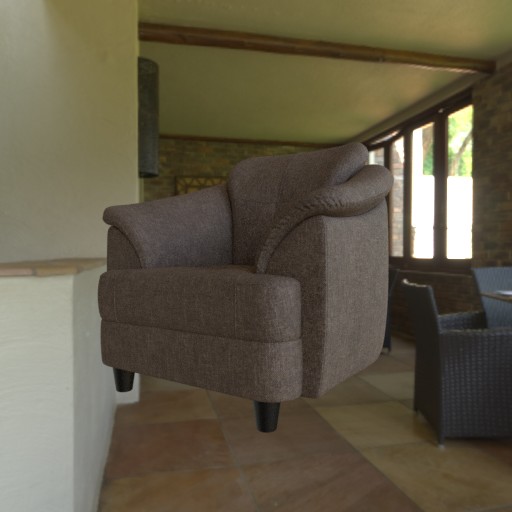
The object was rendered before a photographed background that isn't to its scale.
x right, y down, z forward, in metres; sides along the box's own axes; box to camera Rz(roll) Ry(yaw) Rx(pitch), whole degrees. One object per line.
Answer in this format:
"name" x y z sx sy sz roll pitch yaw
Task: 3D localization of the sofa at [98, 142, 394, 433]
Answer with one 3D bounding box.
"sofa" 0.000 0.000 1.461 0.870 0.811 0.794 0 1 35
